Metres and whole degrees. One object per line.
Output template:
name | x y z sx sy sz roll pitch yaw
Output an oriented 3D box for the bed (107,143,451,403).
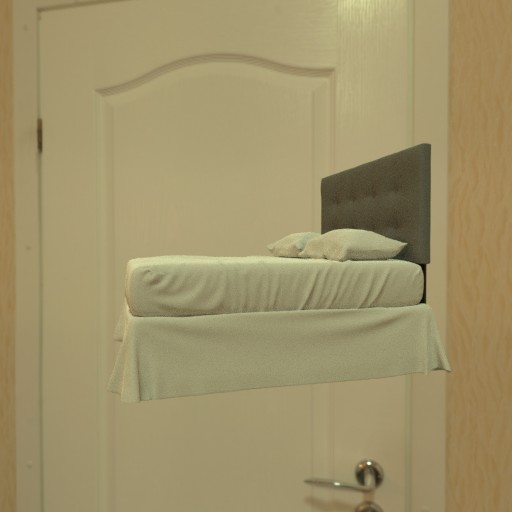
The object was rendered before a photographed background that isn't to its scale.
bed | 0.000 0.000 3.539 2.222 1.577 1.936 0 1 -17
